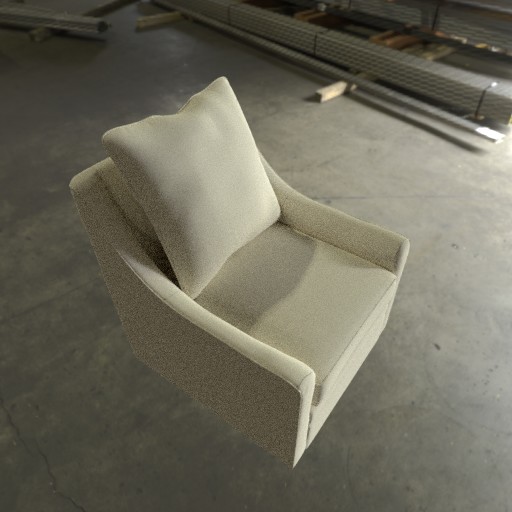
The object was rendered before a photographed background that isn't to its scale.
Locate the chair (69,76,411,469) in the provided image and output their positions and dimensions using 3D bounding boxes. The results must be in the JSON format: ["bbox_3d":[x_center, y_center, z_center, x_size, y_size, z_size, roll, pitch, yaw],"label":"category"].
[{"bbox_3d":[0.000,0.000,1.571,0.876,0.965,0.756,26,48,26],"label":"chair"}]
